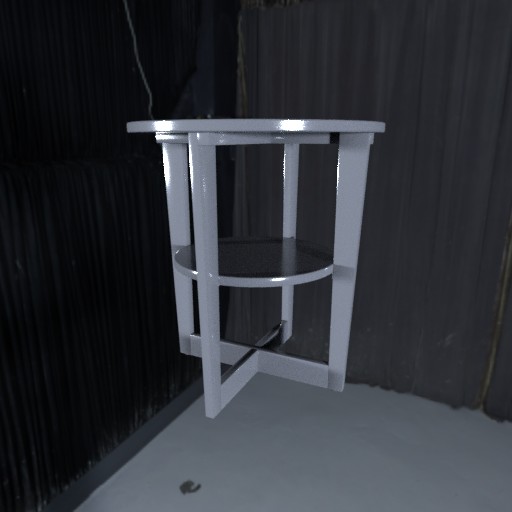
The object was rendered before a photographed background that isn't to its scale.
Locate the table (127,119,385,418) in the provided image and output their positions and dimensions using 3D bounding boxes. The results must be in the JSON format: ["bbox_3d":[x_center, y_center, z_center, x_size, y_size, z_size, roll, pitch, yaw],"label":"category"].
[{"bbox_3d":[0.000,0.000,0.961,0.500,0.550,0.500,0,15,0],"label":"table"}]
